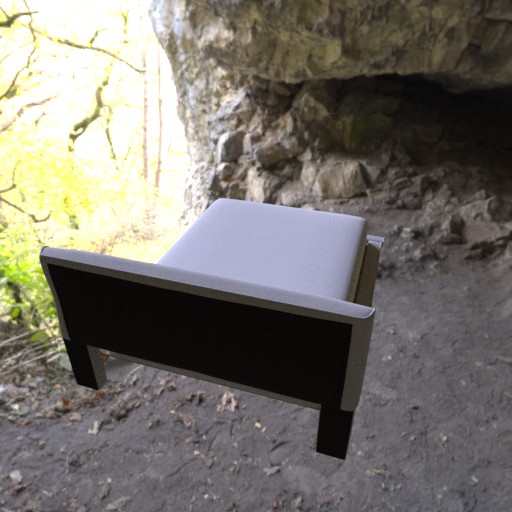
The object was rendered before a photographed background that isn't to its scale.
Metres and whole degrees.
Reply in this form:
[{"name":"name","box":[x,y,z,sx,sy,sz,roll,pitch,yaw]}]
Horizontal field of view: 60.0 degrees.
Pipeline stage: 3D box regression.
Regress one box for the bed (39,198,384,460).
[{"name":"bed","box":[0.000,0.000,3.386,1.840,1.067,2.368,10,33,15]}]
